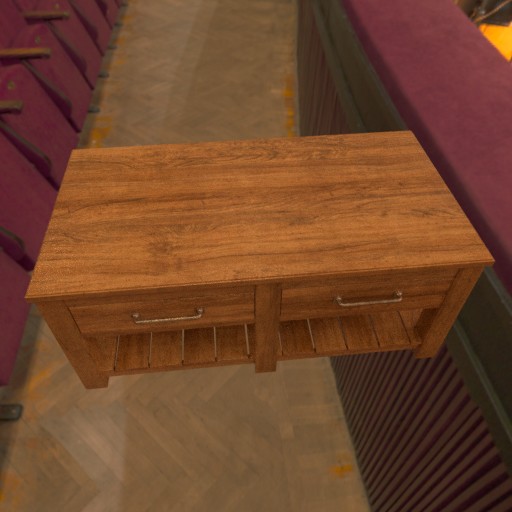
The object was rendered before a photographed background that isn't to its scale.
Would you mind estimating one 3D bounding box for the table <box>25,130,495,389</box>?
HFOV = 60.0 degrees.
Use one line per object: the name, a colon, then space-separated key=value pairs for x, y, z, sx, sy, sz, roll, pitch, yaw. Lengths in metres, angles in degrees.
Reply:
table: x=0.000 y=0.000 z=1.453 sx=1.150 sy=0.480 sz=0.635 roll=-4 pitch=47 yaw=-4
